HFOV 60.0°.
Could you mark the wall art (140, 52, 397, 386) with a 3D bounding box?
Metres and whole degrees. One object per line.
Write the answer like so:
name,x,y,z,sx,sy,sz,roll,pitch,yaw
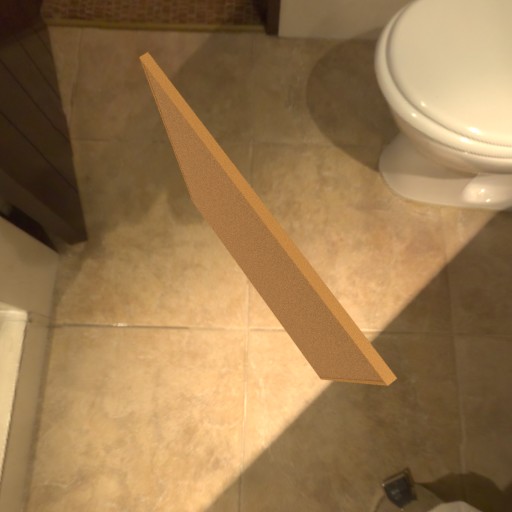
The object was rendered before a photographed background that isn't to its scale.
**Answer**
wall art,0.000,0.000,0.696,0.013,0.455,0.457,-34,78,-9
